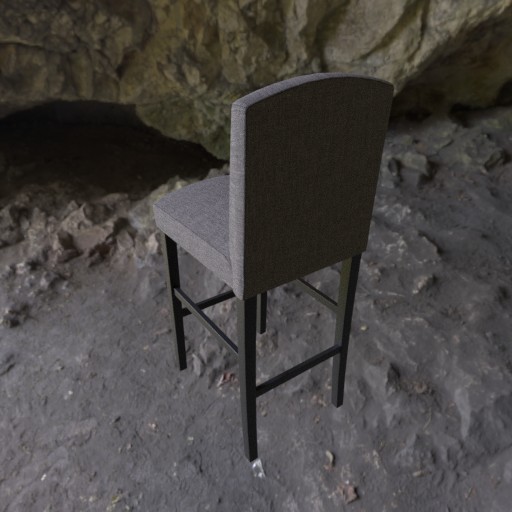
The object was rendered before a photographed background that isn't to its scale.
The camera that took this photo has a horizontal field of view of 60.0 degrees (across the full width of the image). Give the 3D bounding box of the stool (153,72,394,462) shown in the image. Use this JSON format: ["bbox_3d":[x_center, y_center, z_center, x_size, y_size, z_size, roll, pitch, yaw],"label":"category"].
[{"bbox_3d":[0.000,0.000,1.412,0.451,1.138,0.552,-19,35,-30],"label":"stool"}]
